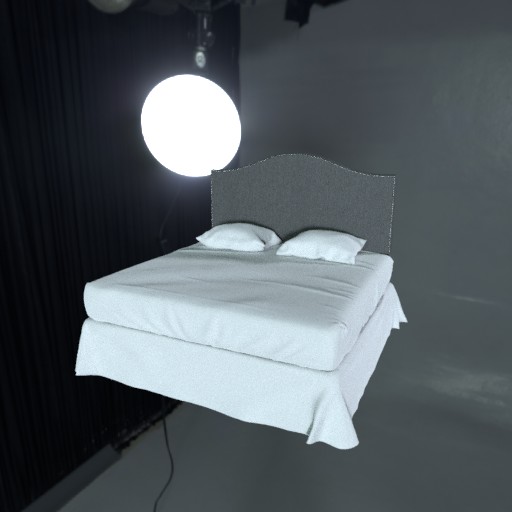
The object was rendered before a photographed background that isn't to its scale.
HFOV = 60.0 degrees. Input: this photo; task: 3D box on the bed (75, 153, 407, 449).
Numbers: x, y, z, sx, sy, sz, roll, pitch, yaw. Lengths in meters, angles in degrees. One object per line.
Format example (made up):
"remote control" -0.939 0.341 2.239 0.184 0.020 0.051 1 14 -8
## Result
"bed" 0.000 0.000 3.743 2.314 1.651 2.219 7 16 25
